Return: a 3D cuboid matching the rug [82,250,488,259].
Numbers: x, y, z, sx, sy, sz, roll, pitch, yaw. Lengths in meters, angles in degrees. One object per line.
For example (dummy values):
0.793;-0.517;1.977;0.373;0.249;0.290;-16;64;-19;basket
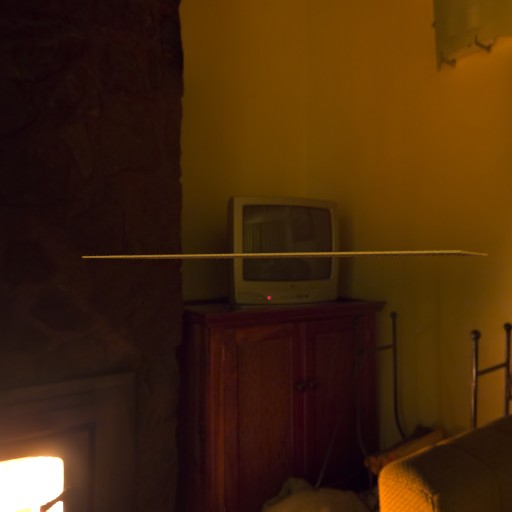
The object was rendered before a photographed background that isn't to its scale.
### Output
0.000;0.000;2.704;2.435;0.009;0.750;-1;-1;35;rug
